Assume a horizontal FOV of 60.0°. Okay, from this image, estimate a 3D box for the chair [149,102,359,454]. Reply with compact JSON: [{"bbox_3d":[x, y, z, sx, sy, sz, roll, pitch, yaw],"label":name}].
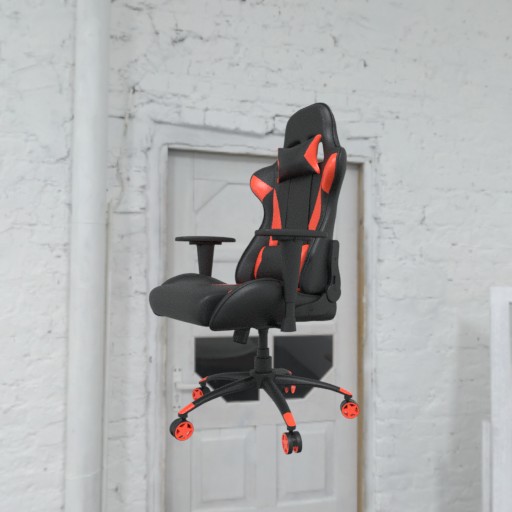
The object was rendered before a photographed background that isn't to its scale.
[{"bbox_3d":[0.000,0.000,1.740,0.730,1.282,0.695,0,0,-35],"label":"chair"}]
